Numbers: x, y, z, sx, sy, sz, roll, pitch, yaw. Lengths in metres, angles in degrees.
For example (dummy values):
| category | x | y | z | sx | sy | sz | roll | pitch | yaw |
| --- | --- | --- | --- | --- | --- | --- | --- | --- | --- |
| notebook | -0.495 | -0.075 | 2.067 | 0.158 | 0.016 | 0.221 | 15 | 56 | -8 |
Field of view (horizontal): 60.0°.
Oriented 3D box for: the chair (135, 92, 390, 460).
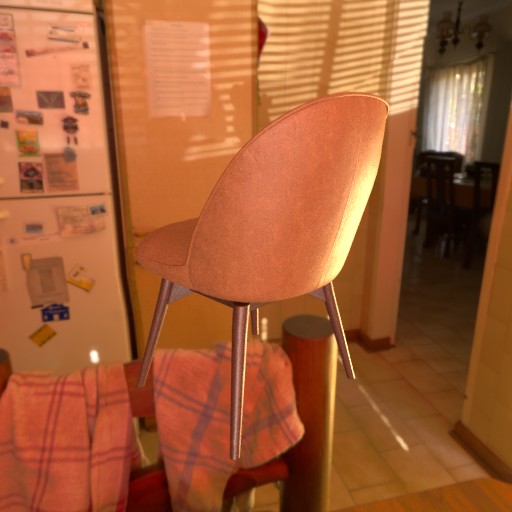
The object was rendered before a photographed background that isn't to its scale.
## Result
| category | x | y | z | sx | sy | sz | roll | pitch | yaw |
| --- | --- | --- | --- | --- | --- | --- | --- | --- | --- |
| chair | 0.000 | 0.000 | 1.237 | 0.521 | 0.831 | 0.631 | -16 | 23 | -43 |
